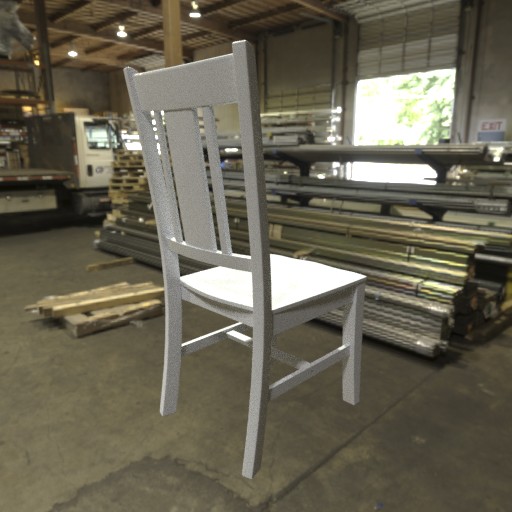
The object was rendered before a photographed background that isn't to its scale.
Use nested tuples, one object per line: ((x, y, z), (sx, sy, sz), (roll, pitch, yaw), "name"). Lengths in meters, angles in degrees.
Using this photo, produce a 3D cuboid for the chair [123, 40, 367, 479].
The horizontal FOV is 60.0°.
((0.000, 0.000, 1.272), (0.450, 0.998, 0.555), (14, 20, 43), "chair")
